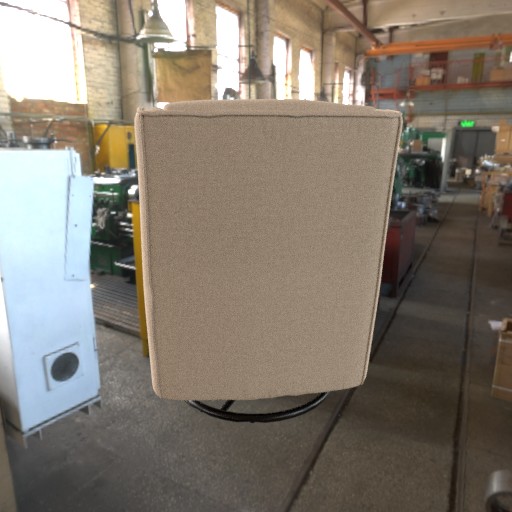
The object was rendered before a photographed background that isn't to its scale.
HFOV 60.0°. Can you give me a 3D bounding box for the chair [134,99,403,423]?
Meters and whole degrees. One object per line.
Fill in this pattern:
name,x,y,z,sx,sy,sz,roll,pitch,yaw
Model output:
chair,0.000,0.000,1.569,0.732,0.993,0.879,-2,15,-7
